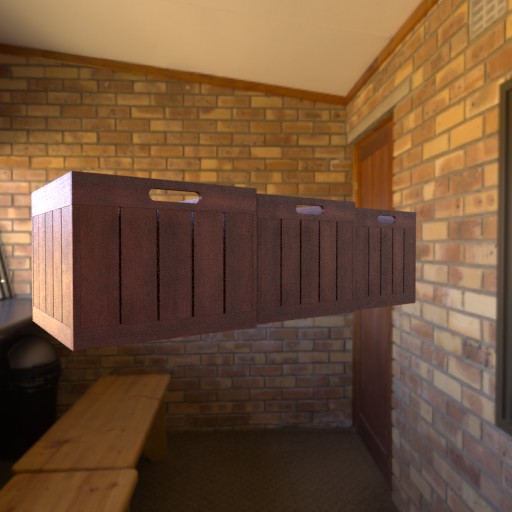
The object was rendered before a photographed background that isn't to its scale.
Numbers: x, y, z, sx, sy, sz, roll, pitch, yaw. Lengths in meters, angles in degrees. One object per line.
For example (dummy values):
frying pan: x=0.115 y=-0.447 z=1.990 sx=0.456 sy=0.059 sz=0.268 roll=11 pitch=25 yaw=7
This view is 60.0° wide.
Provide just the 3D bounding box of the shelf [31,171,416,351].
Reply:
shelf: x=0.000 y=0.000 z=1.234 sx=1.064 sy=0.311 sz=0.393 roll=-1 pitch=1 yaw=-36
